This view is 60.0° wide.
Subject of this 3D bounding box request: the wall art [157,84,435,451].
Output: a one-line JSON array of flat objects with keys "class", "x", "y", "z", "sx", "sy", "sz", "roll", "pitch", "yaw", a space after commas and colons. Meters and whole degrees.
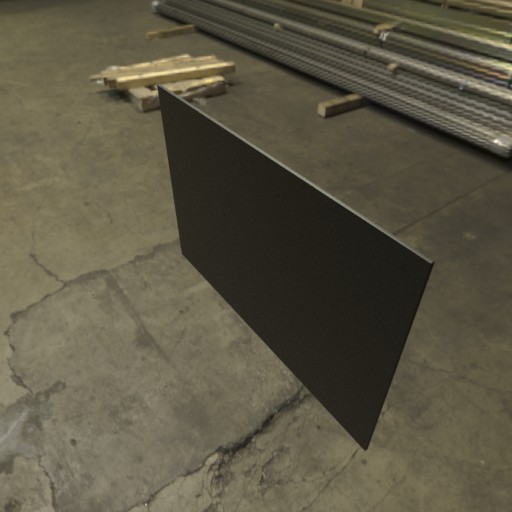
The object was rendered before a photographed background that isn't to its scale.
[{"class": "wall art", "x": 0.000, "y": 0.000, "z": 1.510, "sx": 0.013, "sy": 0.811, "sz": 1.192, "roll": -26, "pitch": 48, "yaw": -26}]
